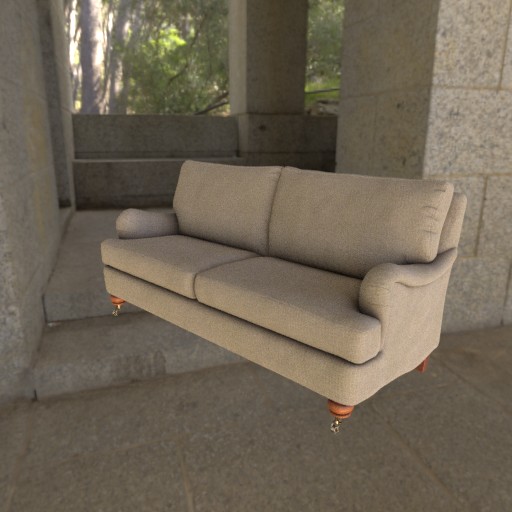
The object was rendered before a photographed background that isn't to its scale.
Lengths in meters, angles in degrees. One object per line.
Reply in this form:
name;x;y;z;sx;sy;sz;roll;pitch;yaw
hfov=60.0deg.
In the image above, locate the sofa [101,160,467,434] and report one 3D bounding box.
sofa;0.000;0.000;2.823;2.193;1.096;1.069;14;21;42
